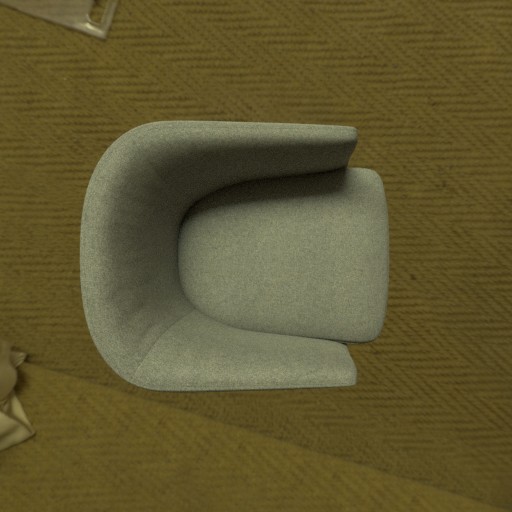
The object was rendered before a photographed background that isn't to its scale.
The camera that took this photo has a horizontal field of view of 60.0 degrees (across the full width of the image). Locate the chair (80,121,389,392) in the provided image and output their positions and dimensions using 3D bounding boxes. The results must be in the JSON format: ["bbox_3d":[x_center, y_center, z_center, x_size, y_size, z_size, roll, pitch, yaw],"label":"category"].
[{"bbox_3d":[0.000,0.000,1.644,0.986,0.861,0.822,0,90,0],"label":"chair"}]
